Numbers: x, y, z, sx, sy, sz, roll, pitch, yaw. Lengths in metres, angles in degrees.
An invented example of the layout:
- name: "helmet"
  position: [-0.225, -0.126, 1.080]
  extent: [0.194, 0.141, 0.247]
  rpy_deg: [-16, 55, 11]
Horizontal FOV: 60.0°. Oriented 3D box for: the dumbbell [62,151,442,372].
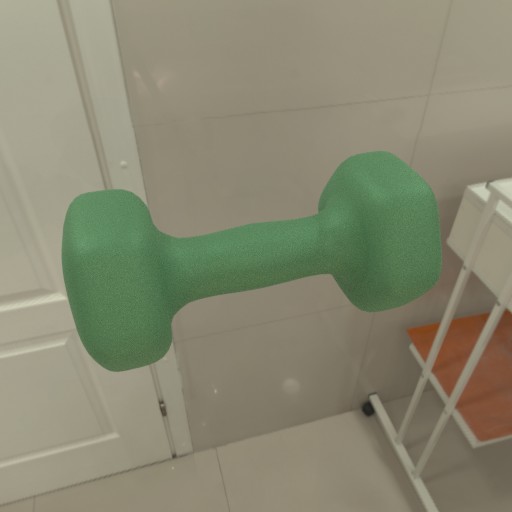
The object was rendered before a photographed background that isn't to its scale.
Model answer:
- name: "dumbbell"
  position: [0.000, 0.000, 0.330]
  extent: [0.260, 0.117, 0.129]
  rpy_deg: [-10, 40, -12]
